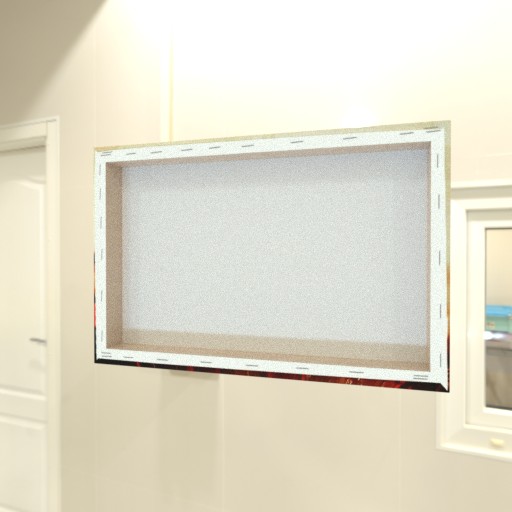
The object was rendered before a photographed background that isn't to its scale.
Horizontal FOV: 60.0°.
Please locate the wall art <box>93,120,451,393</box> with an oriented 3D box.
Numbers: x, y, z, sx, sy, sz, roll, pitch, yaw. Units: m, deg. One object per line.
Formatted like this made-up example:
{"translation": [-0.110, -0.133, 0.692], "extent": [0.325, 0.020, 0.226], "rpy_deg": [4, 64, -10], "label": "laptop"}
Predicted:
{"translation": [0.000, 0.000, 0.478], "extent": [0.383, 0.251, 0.037], "rpy_deg": [0, 1, 16], "label": "wall art"}
